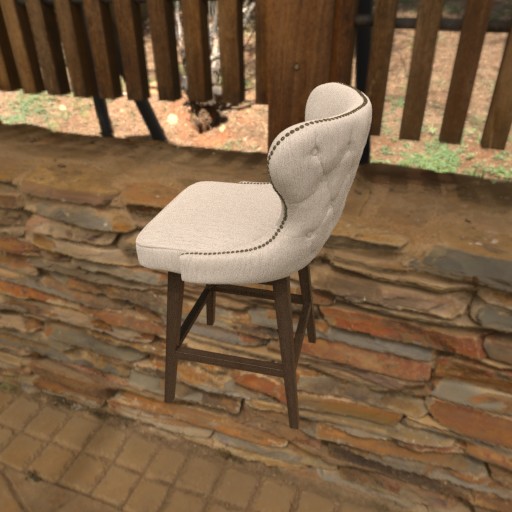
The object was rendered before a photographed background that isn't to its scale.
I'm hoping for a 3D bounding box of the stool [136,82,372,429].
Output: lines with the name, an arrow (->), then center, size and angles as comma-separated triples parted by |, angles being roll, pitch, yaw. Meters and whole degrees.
stool -> 0.000, 0.000, 1.394 | 0.597, 0.972, 0.615 | 7, 31, 12
